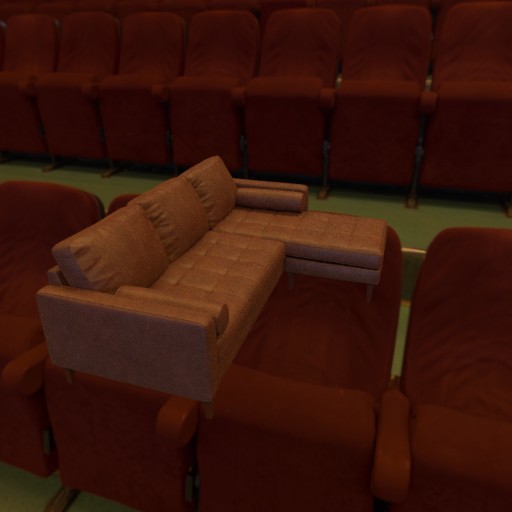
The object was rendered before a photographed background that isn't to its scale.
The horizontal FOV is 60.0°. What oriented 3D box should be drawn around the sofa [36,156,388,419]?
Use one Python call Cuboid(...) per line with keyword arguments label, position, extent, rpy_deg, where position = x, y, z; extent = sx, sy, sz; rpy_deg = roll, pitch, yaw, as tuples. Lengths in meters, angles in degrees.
Cuboid(label="sofa", position=(0.000, 0.000, 2.948), extent=(1.613, 0.841, 2.185), rpy_deg=(8, 27, 16))
